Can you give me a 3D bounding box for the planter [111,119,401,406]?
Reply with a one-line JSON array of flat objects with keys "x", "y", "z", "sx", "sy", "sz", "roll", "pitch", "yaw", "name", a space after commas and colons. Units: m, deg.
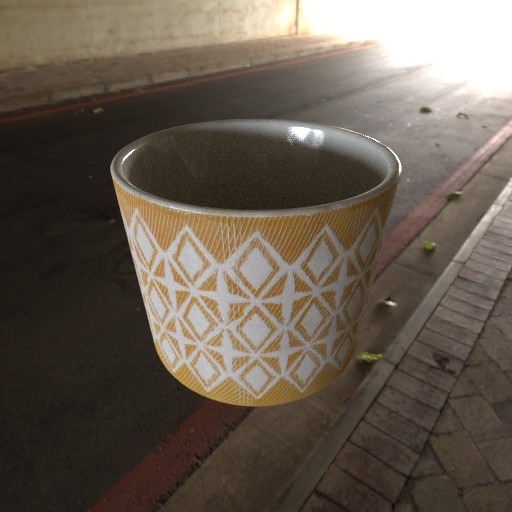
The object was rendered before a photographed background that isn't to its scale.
[{"x": 0.000, "y": 0.000, "z": 0.347, "sx": 0.193, "sy": 0.165, "sz": 0.193, "roll": 0, "pitch": 31, "yaw": 0, "name": "planter"}]
